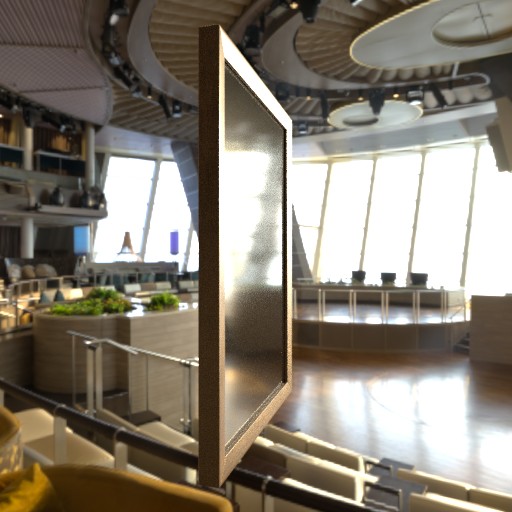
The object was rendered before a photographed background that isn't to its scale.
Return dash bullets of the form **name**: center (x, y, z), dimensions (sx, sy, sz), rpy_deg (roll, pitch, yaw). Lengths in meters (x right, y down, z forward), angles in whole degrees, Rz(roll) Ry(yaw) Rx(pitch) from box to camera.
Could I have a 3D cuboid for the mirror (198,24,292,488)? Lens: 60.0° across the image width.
- **mirror**: center (0.000, 0.000, 0.925), dimensions (0.040, 0.710, 0.507), rpy_deg (0, 0, 17)
